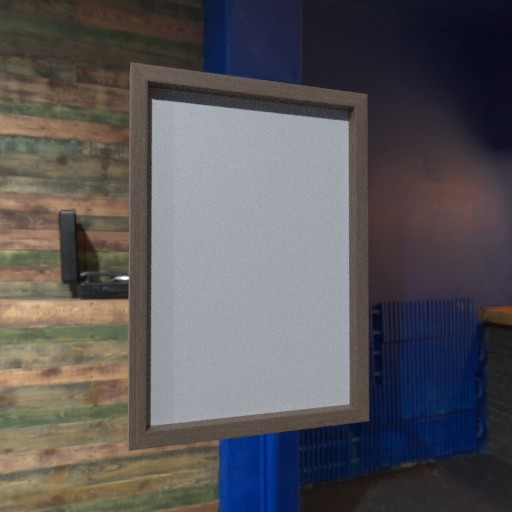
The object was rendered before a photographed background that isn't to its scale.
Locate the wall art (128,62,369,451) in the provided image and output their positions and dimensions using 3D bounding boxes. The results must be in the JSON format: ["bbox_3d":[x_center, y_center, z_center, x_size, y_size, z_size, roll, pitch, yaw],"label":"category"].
[{"bbox_3d":[0.000,0.000,0.651,0.358,0.510,0.032,0,-1,-18],"label":"wall art"}]
